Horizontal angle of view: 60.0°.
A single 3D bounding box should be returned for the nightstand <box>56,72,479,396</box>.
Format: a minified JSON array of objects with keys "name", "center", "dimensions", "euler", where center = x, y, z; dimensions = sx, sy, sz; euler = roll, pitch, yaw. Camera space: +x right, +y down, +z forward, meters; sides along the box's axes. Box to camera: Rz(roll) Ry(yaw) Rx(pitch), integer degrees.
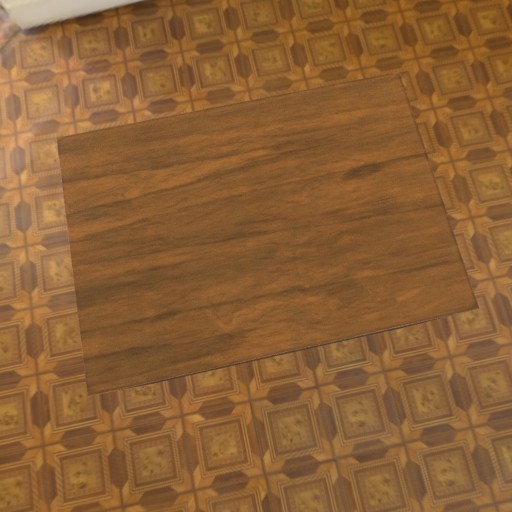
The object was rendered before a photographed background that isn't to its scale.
[{"name":"nightstand","center":[0.000,0.000,1.021],"dimensions":[0.610,0.610,0.458],"euler":[-12,77,-3]}]
